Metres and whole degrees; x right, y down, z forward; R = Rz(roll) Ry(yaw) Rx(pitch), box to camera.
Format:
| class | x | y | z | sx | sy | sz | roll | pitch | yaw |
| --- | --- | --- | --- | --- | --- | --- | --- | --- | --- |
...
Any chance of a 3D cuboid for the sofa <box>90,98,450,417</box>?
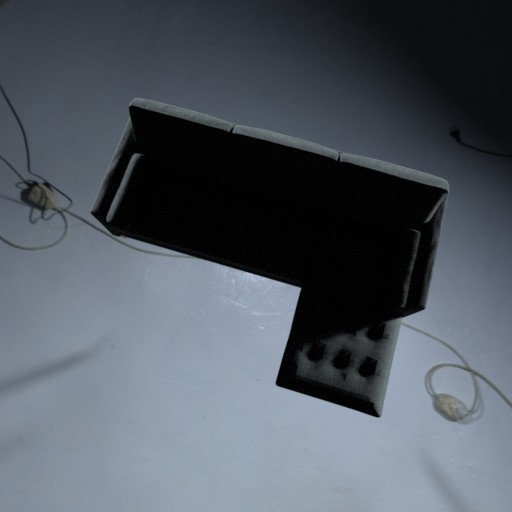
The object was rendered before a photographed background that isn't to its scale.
| class | x | y | z | sx | sy | sz | roll | pitch | yaw |
| --- | --- | --- | --- | --- | --- | --- | --- | --- | --- |
| sofa | 0.000 | 0.000 | 2.907 | 2.178 | 0.876 | 1.506 | 16 | 76 | 4 |
